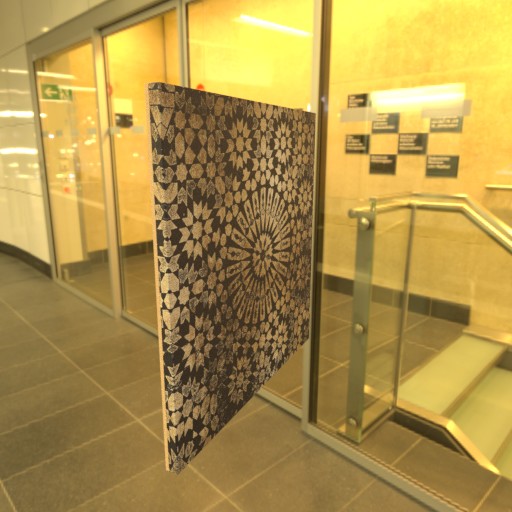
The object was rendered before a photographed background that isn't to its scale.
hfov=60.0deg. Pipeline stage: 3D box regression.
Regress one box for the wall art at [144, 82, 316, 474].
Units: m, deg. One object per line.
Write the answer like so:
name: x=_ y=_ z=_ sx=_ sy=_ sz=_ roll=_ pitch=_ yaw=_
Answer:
wall art: x=0.000 y=0.000 z=1.389 sx=0.038 sy=0.914 sz=0.914 roll=7 pitch=15 yaw=26
